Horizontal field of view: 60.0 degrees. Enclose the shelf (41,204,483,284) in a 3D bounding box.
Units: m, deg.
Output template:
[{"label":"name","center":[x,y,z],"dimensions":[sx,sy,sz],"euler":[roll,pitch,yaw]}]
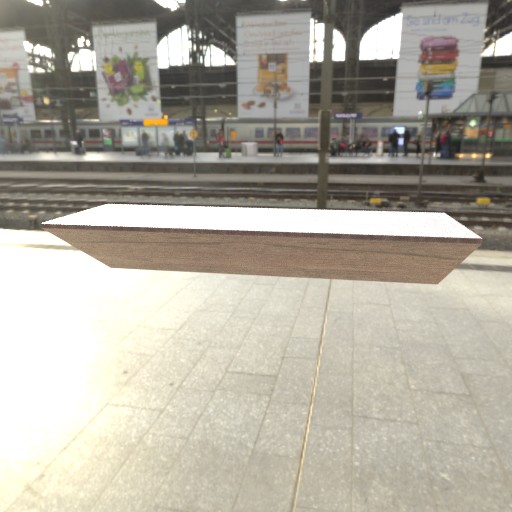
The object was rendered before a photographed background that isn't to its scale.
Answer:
[{"label":"shelf","center":[0.000,0.000,0.715],"dimensions":[0.610,0.125,0.200],"euler":[2,15,9]}]
